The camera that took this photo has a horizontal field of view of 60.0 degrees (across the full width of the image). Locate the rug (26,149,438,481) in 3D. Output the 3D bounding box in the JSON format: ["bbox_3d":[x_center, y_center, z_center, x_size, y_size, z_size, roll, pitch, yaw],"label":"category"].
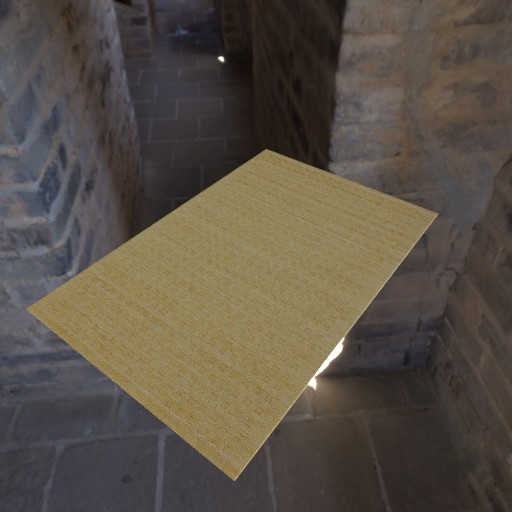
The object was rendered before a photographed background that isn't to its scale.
[{"bbox_3d":[0.000,0.000,2.838,1.524,0.006,2.286,27,49,27],"label":"rug"}]
